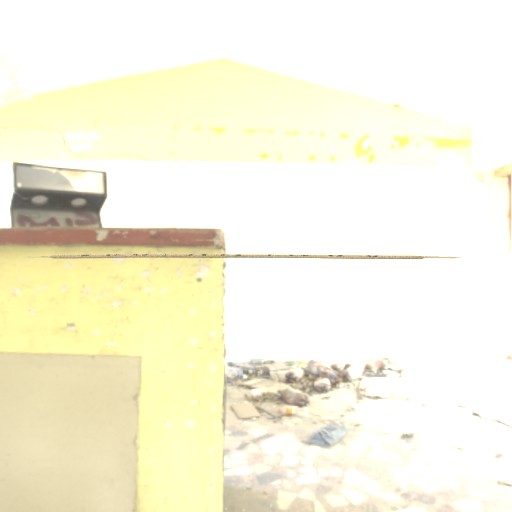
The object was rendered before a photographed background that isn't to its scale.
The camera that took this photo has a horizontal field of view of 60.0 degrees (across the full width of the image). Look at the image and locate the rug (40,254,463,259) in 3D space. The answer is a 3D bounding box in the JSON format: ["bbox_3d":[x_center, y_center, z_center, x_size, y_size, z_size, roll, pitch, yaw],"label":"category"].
[{"bbox_3d":[0.000,0.000,3.256,2.615,0.029,1.664,0,0,17],"label":"rug"}]
